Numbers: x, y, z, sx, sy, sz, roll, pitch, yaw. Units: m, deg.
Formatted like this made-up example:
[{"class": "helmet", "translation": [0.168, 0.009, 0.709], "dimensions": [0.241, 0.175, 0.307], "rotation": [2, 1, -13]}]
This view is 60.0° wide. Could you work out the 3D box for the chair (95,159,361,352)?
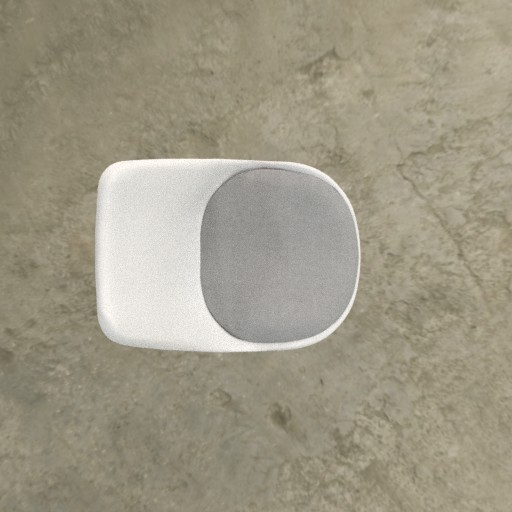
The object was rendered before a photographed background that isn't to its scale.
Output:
[{"class": "chair", "translation": [0.000, 0.000, 1.176], "dimensions": [0.550, 0.850, 0.485], "rotation": [0, 89, 1]}]
